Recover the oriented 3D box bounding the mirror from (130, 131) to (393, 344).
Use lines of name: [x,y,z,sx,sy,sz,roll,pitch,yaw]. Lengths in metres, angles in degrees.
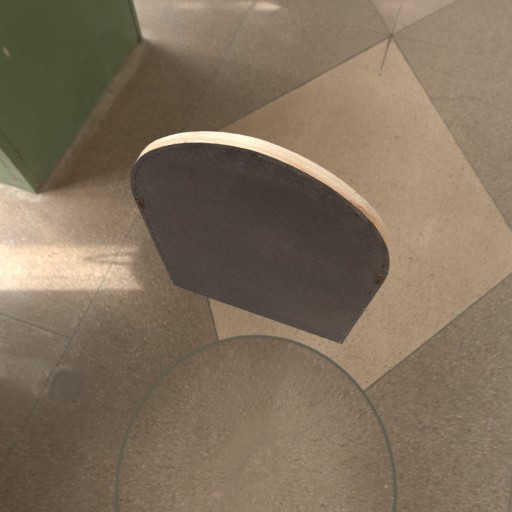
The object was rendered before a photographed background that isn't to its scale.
mirror: [0.000,0.000,1.218,0.660,0.920,0.032,18,65,9]
